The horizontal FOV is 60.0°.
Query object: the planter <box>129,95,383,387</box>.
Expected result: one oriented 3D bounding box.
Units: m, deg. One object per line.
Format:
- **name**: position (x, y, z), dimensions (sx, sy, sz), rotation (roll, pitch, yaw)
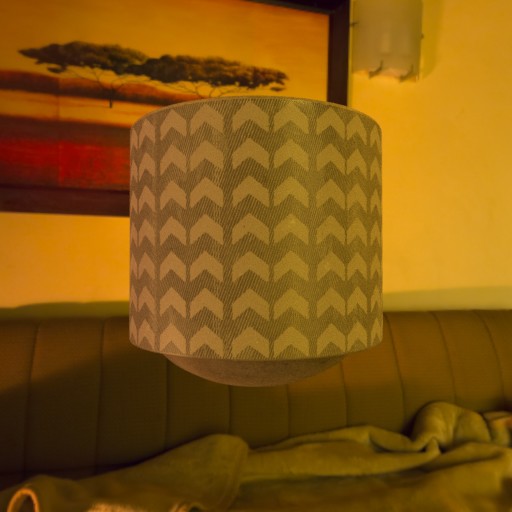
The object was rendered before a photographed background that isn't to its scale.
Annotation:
- **planter**: position (0.000, 0.000, 0.456), dimensions (0.250, 0.239, 0.250), rotation (0, -1, 0)
